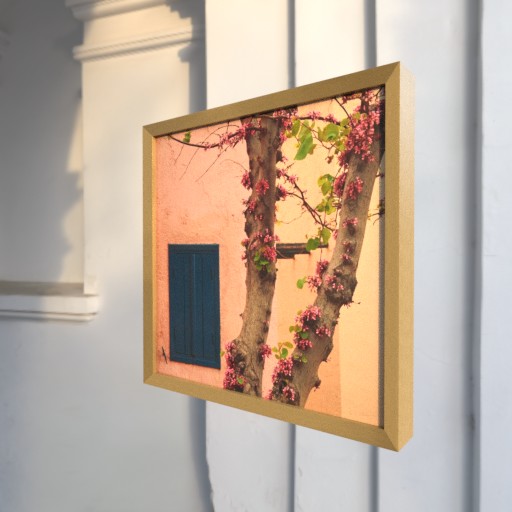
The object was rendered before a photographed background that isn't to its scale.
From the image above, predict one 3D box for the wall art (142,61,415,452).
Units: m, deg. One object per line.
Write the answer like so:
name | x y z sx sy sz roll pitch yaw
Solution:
wall art | 0.000 0.000 0.450 0.304 0.305 0.038 1 1 36
